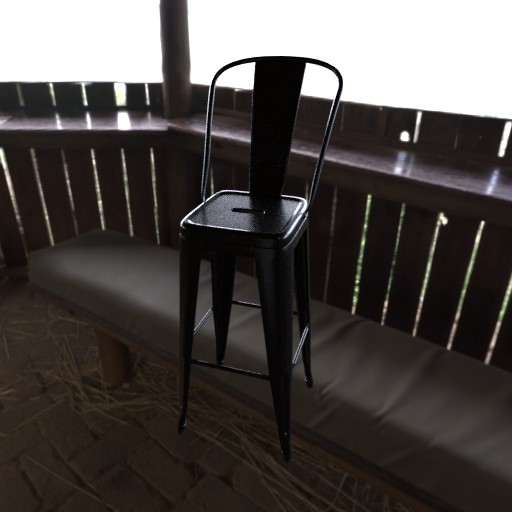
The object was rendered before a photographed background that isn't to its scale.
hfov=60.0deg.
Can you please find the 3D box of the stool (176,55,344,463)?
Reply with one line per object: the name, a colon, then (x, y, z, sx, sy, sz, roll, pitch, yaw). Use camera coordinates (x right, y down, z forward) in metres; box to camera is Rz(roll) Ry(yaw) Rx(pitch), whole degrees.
stool: (0.000, 0.000, 1.348, 0.399, 1.096, 0.513, 8, 27, 16)
